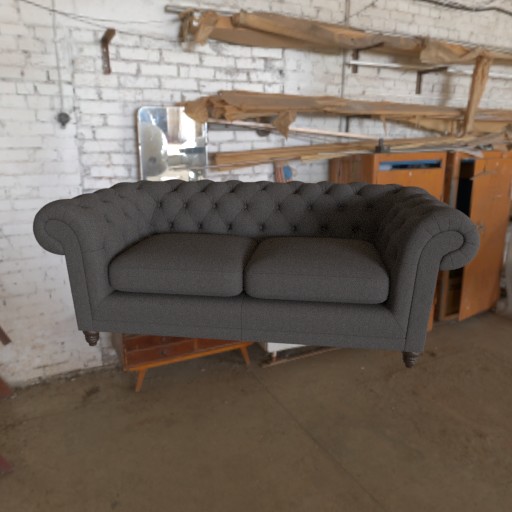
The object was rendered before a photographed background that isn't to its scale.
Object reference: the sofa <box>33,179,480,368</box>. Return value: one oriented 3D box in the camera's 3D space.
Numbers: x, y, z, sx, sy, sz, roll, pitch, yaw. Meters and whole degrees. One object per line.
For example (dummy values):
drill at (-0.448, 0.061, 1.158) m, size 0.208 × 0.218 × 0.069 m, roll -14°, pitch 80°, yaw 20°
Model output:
sofa at (0.000, 0.000, 2.455) m, size 1.998 × 0.764 × 0.986 m, roll 2°, pitch 15°, yaw 8°
